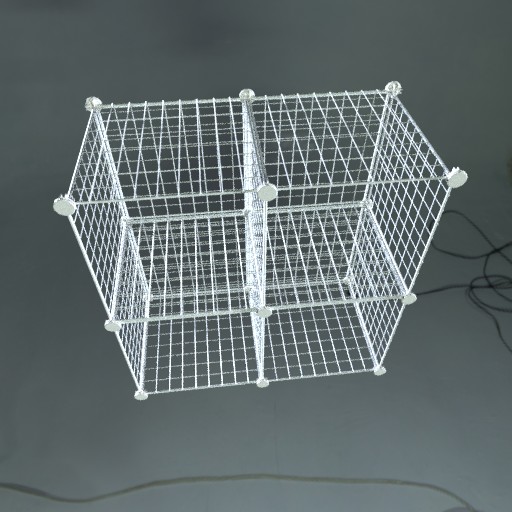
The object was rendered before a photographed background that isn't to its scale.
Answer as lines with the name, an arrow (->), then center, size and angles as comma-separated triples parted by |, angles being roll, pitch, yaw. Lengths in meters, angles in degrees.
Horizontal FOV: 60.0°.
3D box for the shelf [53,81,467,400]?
shelf -> 0.000, 0.000, 1.125 | 0.711, 0.711, 0.356 | -5, 46, -4
